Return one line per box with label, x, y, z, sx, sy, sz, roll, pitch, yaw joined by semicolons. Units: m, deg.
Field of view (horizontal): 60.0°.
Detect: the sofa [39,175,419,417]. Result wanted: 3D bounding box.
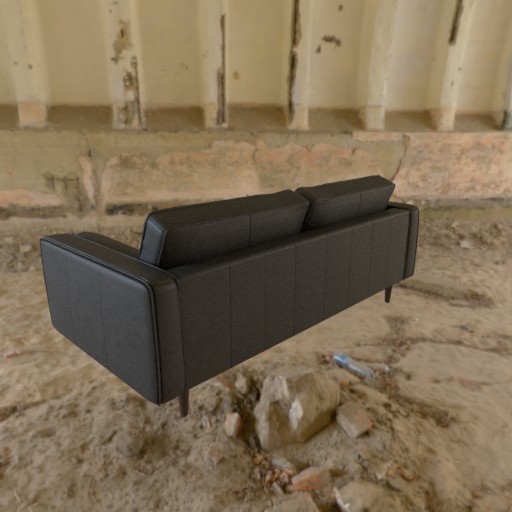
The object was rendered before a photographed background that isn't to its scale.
sofa;0.000;0.000;2.336;0.921;0.770;1.879;16;23;42
